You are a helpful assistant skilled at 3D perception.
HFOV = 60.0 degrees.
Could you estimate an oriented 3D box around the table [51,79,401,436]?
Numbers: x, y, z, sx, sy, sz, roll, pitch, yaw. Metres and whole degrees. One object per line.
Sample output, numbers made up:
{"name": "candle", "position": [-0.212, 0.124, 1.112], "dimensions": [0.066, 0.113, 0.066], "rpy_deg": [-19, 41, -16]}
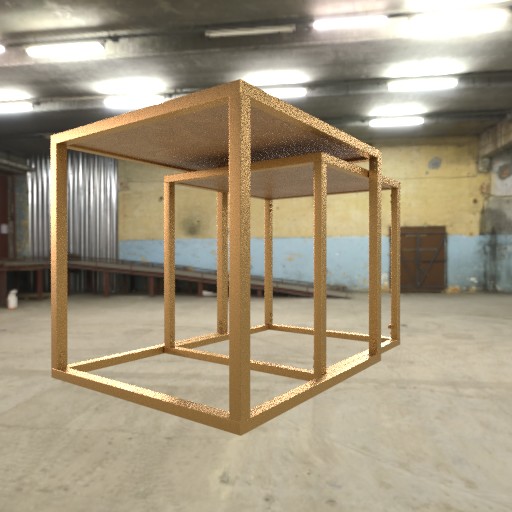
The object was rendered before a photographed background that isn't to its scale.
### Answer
{"name": "table", "position": [0.000, 0.000, 1.080], "dimensions": [0.505, 0.505, 0.762], "rpy_deg": [0, 0, 36]}
